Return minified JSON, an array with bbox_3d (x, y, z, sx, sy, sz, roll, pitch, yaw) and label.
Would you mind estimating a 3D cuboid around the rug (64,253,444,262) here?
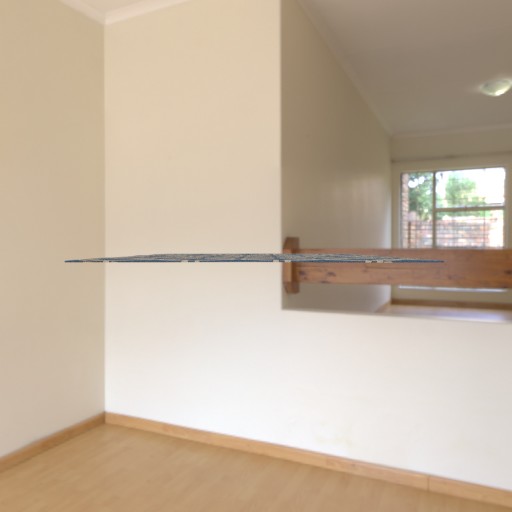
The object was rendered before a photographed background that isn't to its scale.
[{"bbox_3d":[0.000,0.000,2.813,1.524,0.013,2.135,0,1,0],"label":"rug"}]
